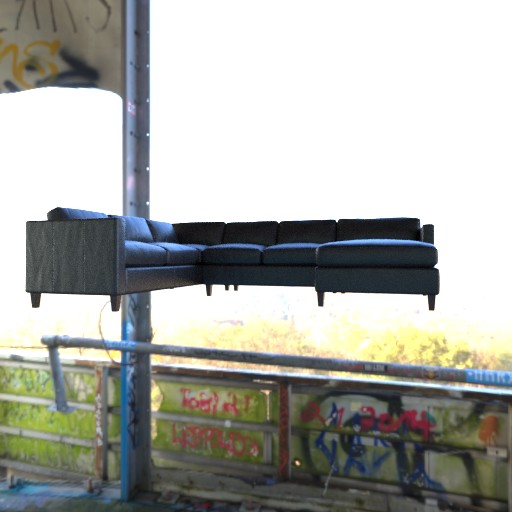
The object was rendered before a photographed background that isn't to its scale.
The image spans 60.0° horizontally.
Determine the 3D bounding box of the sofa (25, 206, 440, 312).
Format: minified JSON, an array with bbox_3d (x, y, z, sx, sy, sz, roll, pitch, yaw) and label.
[{"bbox_3d":[0.000,0.000,4.379,3.324,0.891,2.452,0,0,19],"label":"sofa"}]
